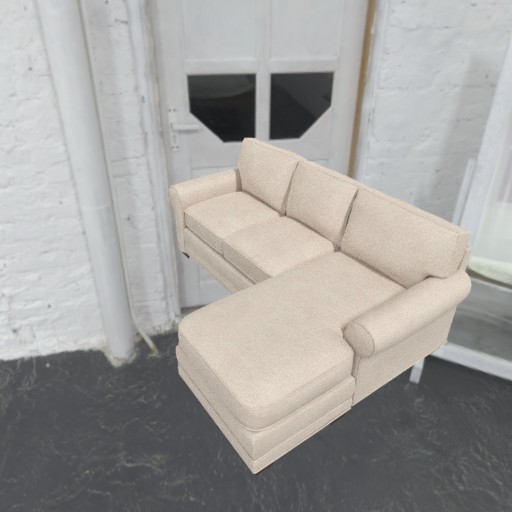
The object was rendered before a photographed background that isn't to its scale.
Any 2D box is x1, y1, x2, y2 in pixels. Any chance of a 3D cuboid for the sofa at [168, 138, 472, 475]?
[{"bbox_3d":[0.000,0.000,2.353,1.226,0.734,1.770,-21,38,-29],"label":"sofa"}]
